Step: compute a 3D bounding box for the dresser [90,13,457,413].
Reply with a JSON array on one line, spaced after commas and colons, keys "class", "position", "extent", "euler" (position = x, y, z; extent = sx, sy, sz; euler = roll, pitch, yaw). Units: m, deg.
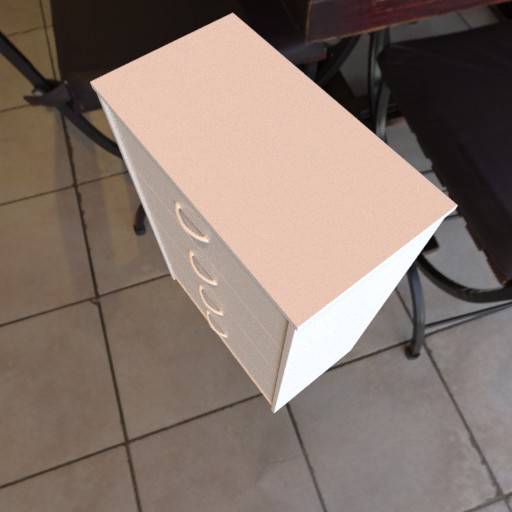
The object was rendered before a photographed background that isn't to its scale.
[{"class": "dresser", "position": [0.000, 0.000, 1.345], "extent": [0.401, 1.021, 0.704], "euler": [-34, 68, -16]}]
